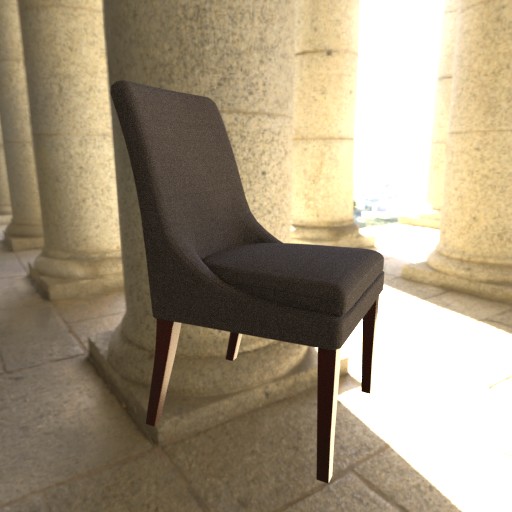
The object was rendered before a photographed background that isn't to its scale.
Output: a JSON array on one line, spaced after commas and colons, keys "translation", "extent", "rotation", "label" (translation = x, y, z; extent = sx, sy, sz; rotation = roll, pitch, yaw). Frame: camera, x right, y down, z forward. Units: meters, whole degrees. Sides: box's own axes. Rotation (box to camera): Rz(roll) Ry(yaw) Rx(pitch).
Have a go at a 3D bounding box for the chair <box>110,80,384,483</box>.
[{"translation": [0.000, 0.000, 1.295], "extent": [0.655, 0.952, 0.508], "rotation": [6, 15, 26], "label": "chair"}]
